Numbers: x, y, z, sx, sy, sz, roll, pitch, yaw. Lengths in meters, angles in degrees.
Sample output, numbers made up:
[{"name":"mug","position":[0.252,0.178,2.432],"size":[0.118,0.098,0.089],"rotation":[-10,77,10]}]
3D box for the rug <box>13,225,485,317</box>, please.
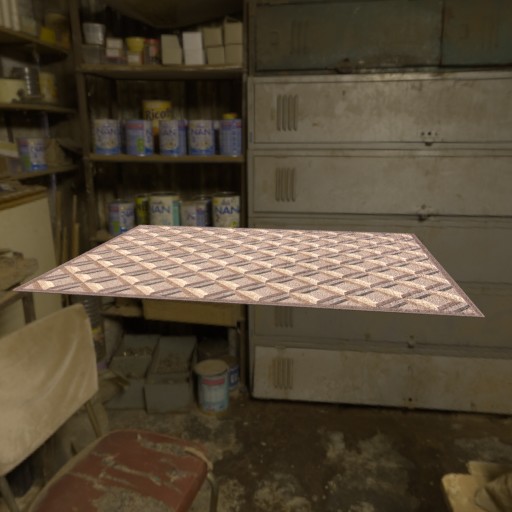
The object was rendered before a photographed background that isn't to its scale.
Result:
[{"name":"rug","position":[0.000,0.000,4.176],"size":[3.294,0.018,2.382],"rotation":[2,16,8]}]
